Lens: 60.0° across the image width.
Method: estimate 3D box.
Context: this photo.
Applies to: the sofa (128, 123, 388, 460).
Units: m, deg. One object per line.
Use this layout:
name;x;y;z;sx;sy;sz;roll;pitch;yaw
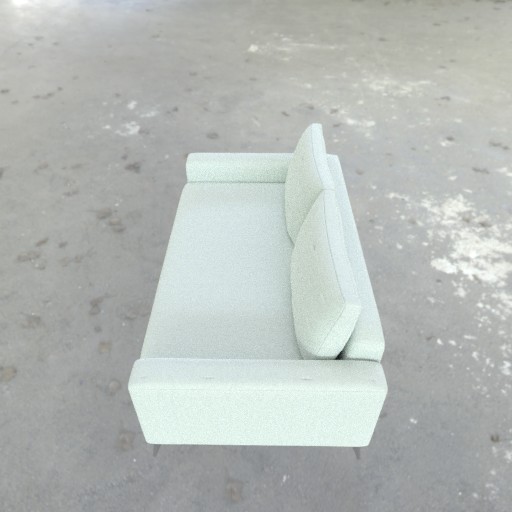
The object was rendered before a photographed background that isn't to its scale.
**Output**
sofa;0.000;0.000;2.179;0.920;0.790;1.650;1;41;1
